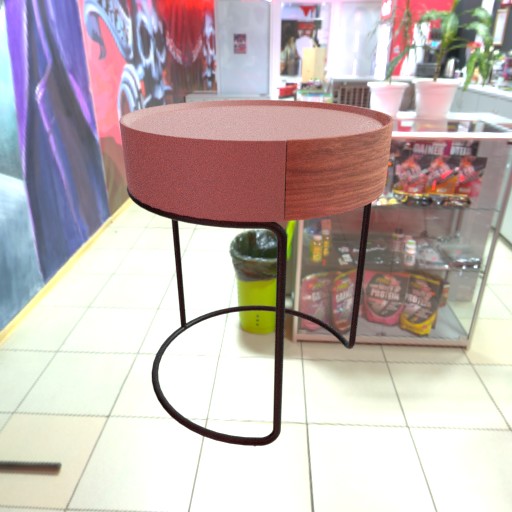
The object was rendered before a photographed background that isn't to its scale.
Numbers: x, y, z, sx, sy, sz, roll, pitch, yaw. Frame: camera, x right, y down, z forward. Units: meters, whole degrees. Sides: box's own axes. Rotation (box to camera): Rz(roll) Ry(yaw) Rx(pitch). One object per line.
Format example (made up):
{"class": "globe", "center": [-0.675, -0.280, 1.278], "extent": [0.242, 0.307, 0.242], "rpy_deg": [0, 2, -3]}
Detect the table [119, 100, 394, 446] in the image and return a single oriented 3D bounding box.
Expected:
{"class": "table", "center": [0.000, 0.000, 0.864], "extent": [0.450, 0.530, 0.450], "rpy_deg": [0, 26, 0]}
